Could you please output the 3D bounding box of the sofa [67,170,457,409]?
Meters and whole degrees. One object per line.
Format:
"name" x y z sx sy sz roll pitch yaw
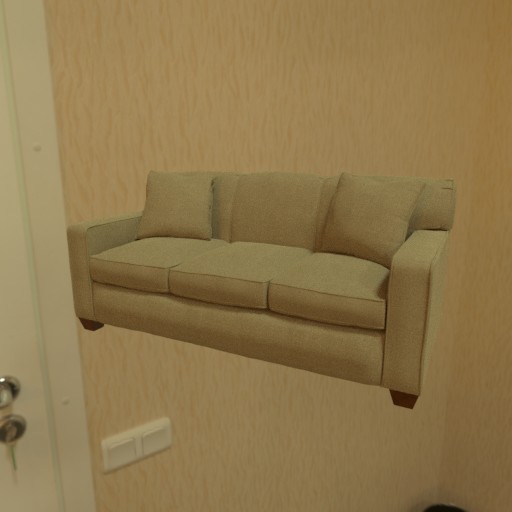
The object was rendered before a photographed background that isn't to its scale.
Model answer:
"sofa" 0.000 0.000 2.568 2.024 0.958 0.997 7 15 26
